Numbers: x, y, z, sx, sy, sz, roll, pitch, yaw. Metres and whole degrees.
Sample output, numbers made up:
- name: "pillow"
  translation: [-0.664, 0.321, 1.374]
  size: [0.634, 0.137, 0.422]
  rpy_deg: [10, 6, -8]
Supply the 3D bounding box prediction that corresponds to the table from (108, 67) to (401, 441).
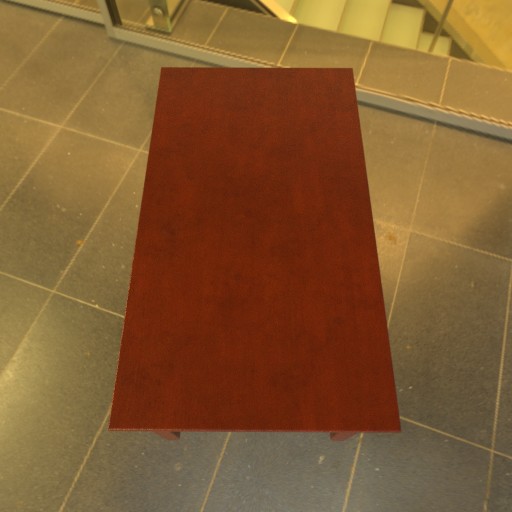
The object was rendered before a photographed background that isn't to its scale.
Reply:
- name: "table"
  translation: [0.000, 0.000, 1.216]
  size: [0.533, 0.456, 0.943]
  rpy_deg: [0, 63, 0]
